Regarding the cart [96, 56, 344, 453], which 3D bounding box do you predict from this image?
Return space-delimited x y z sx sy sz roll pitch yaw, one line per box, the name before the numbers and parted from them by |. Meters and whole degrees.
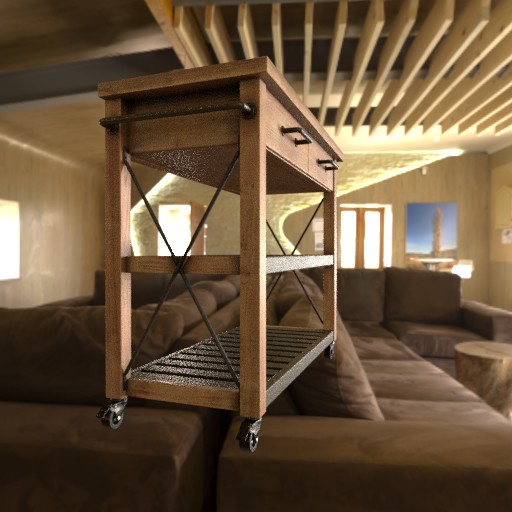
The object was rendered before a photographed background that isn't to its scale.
cart | 0.000 0.000 0.958 0.298 0.554 0.686 0 1 20
